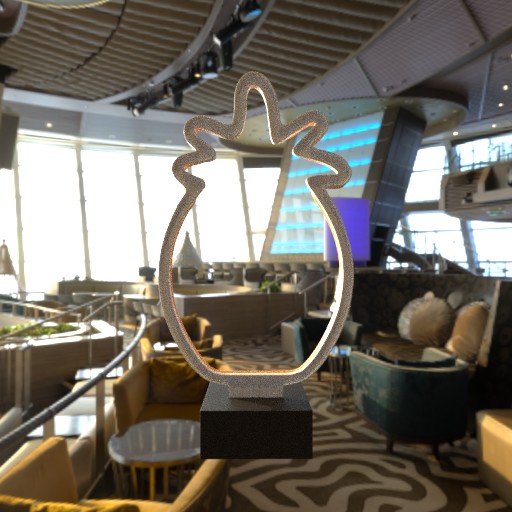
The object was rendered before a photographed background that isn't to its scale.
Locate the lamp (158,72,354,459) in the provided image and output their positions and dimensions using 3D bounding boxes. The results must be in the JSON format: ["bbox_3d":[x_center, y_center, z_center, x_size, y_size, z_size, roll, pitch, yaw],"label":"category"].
[{"bbox_3d":[0.000,0.000,0.390,0.167,0.317,0.088,0,-1,0],"label":"lamp"}]
